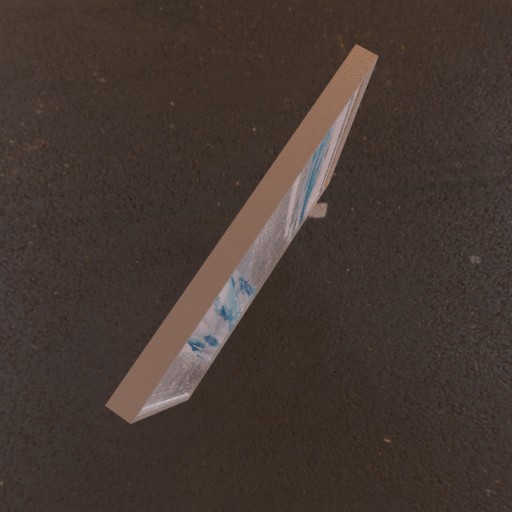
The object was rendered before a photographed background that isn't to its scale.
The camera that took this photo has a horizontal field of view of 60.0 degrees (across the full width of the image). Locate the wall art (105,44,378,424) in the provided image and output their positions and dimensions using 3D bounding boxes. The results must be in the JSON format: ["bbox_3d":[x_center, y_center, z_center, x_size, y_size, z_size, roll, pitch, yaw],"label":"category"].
[{"bbox_3d":[0.000,0.000,1.418,0.066,0.801,1.056,32,78,8],"label":"wall art"}]
